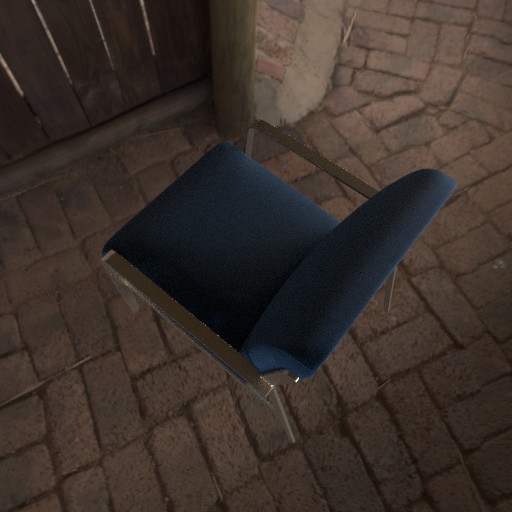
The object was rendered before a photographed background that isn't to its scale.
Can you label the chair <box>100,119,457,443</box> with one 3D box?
[{"bbox_3d":[0.000,0.000,1.419,0.859,0.831,0.692,36,68,17],"label":"chair"}]
